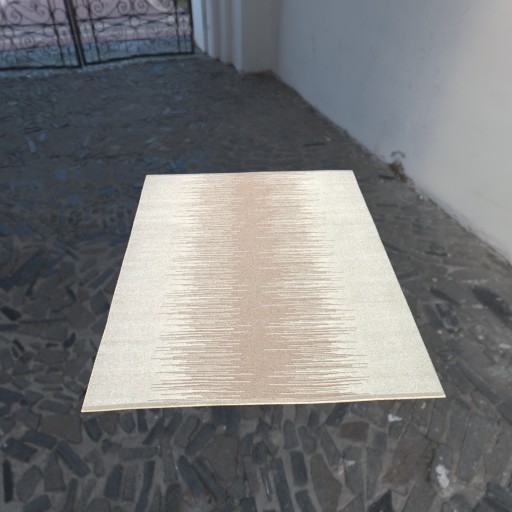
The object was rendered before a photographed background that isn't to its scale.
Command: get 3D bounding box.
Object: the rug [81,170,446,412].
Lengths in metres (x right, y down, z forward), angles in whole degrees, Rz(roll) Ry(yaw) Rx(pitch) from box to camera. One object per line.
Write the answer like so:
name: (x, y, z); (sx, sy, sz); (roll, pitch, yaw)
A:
rug: (0.000, 0.000, 4.109); (2.438, 0.013, 3.048); (-2, 41, -2)
